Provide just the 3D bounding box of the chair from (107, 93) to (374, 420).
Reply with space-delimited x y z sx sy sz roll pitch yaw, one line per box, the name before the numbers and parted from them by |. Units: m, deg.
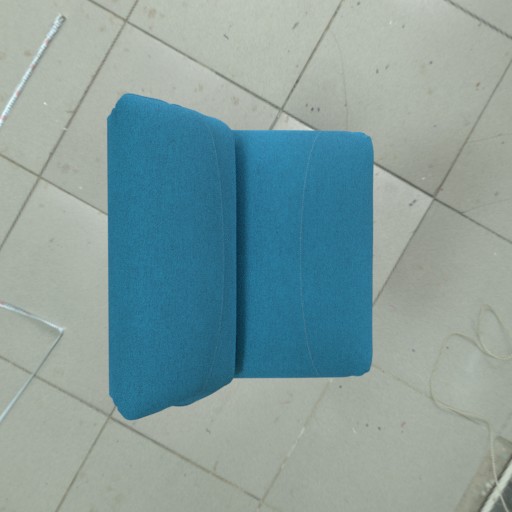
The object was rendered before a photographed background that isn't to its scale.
chair | 0.000 0.000 1.347 0.780 0.580 0.820 0 91 -1
